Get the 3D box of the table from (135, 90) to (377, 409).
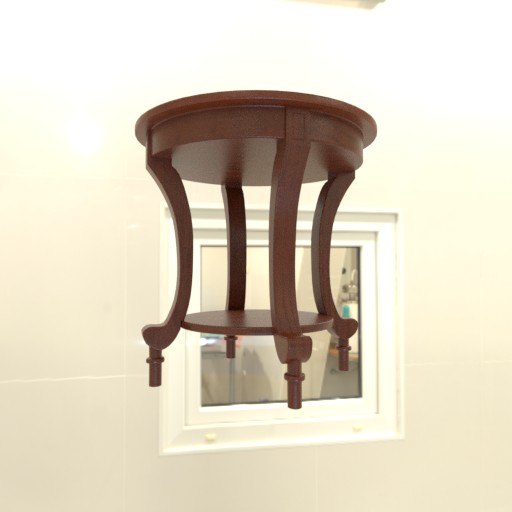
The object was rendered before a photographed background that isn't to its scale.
[{"bbox_3d":[0.000,0.000,1.123,0.597,0.612,0.597,0,-1,0],"label":"table"}]
